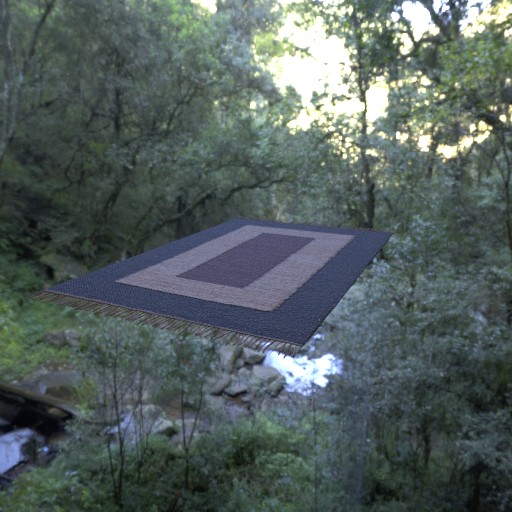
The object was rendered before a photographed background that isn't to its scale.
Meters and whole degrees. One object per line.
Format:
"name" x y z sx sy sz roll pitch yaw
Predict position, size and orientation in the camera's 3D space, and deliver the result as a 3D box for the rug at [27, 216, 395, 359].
"rug" 0.000 0.000 2.506 1.224 0.027 2.021 8 18 25
